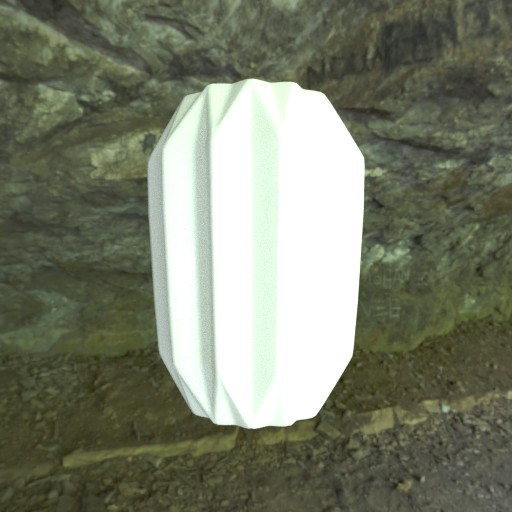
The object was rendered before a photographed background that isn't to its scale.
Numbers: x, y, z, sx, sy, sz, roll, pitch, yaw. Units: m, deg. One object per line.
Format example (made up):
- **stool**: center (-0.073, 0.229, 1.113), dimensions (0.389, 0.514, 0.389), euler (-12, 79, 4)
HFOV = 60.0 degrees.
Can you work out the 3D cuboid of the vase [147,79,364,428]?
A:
- **vase**: center (0.000, 0.000, 0.408), dimensions (0.195, 0.275, 0.195), euler (0, 0, 0)
